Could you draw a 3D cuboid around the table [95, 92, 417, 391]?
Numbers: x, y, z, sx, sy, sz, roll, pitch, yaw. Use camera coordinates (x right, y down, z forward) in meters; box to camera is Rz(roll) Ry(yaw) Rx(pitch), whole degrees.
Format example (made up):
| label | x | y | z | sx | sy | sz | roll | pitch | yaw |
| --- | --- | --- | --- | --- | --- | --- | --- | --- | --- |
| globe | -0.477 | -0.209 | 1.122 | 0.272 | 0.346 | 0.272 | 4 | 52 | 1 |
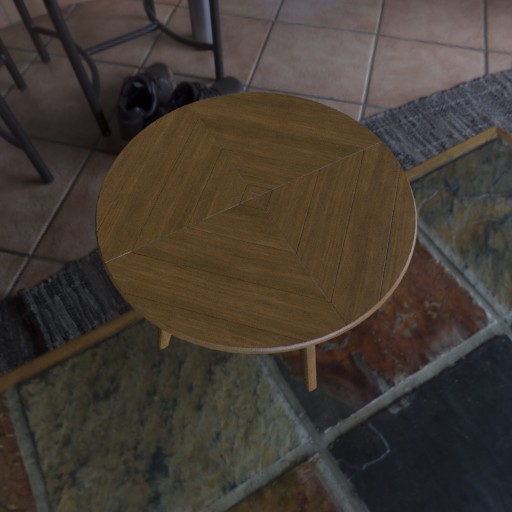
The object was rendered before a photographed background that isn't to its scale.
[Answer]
| label | x | y | z | sx | sy | sz | roll | pitch | yaw |
| --- | --- | --- | --- | --- | --- | --- | --- | --- | --- |
| table | 0.000 | 0.000 | 1.788 | 1.055 | 0.757 | 1.055 | 0 | 59 | 0 |
